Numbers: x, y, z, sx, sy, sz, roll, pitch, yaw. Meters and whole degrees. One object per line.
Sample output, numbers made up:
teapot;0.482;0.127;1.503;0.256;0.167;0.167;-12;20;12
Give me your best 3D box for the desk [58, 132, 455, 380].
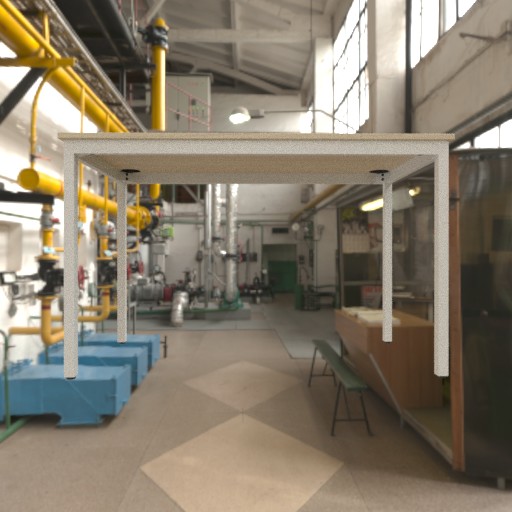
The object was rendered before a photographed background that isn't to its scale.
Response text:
desk;0.000;0.000;1.639;1.200;0.750;0.600;0;0;-1
